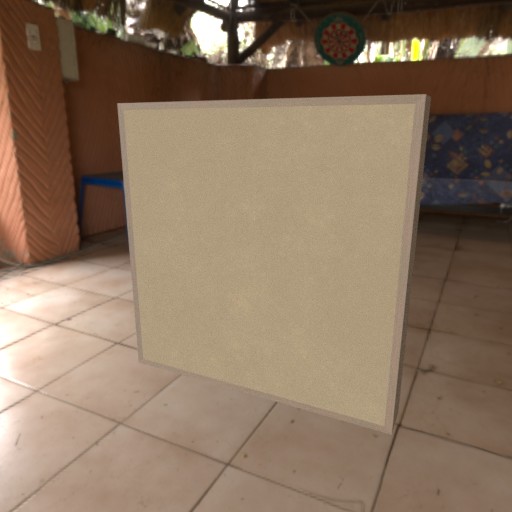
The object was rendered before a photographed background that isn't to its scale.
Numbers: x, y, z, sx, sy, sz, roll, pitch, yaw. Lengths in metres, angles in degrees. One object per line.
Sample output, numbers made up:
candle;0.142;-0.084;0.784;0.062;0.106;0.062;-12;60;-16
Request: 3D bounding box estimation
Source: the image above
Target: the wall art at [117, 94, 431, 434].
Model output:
wall art;0.000;0.000;0.458;0.304;0.303;0.038;8;18;25
